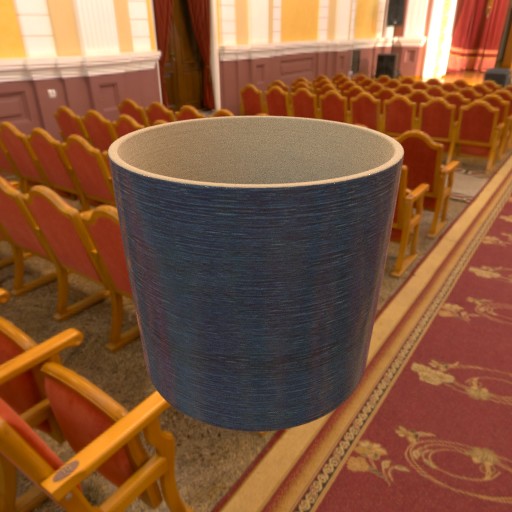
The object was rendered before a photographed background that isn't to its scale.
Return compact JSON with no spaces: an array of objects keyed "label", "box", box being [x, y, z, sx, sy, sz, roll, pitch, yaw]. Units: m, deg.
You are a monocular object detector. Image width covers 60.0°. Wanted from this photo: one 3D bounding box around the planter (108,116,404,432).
[{"label":"planter","box":[0.000,0.000,0.391,0.221,0.201,0.221,0,27,0]}]
